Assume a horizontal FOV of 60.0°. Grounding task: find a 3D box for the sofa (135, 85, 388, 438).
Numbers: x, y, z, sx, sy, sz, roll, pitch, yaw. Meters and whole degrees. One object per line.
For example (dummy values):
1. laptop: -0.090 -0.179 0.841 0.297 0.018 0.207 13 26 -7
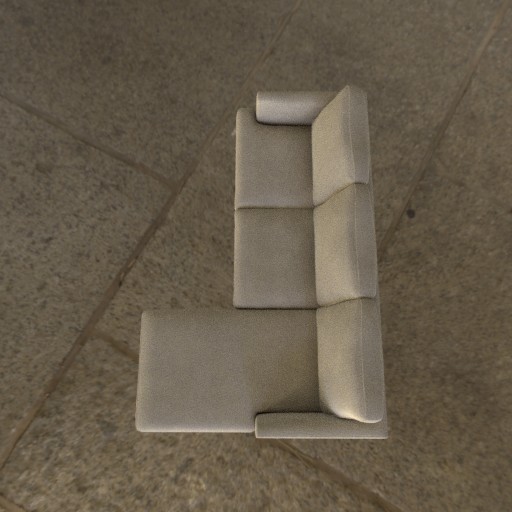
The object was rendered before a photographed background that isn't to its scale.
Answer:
1. sofa: 0.000 0.000 2.968 1.504 0.956 2.233 0 77 0
